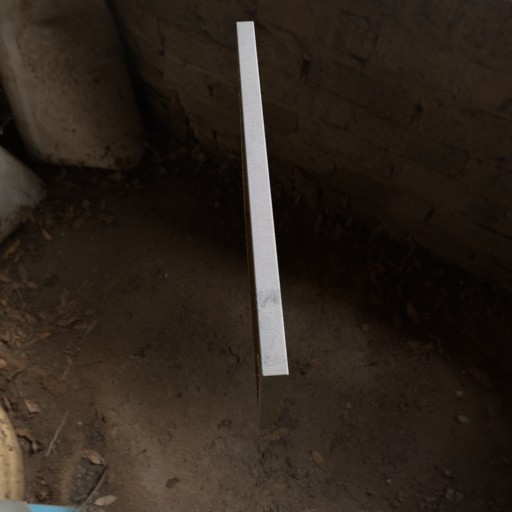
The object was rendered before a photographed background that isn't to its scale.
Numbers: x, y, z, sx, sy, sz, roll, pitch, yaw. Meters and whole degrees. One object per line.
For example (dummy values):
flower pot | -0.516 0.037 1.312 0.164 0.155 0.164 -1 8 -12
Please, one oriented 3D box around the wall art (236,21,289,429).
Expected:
wall art | 0.000 0.000 1.135 0.041 0.762 0.762 -3 63 -2
